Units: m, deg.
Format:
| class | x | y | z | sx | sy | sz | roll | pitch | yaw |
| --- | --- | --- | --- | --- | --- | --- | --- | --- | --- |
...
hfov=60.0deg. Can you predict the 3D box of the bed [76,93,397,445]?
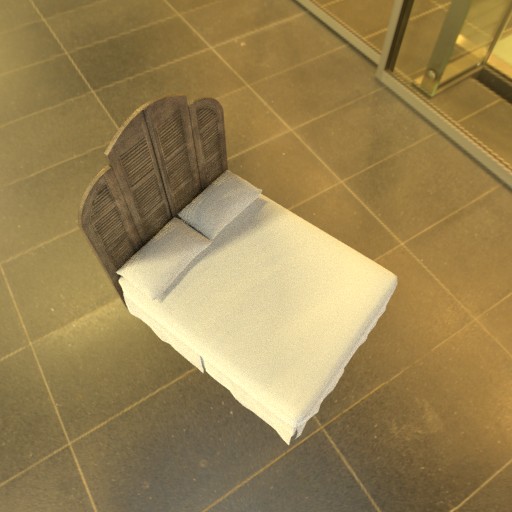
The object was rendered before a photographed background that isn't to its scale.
| class | x | y | z | sx | sy | sz | roll | pitch | yaw |
| --- | --- | --- | --- | --- | --- | --- | --- | --- | --- |
| bed | 0.000 | 0.000 | 3.663 | 2.138 | 2.019 | 1.713 | 33 | 64 | 19 |
